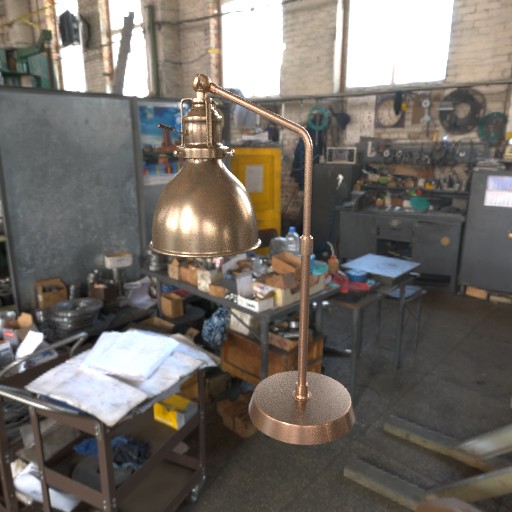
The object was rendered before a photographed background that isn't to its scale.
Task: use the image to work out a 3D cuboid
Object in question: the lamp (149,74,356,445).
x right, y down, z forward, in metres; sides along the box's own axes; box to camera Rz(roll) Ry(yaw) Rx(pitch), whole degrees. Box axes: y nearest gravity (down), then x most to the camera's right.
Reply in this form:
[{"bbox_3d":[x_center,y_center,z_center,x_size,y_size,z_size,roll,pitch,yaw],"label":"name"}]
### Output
[{"bbox_3d":[0.000,0.000,0.592,0.286,0.456,0.153,2,15,8],"label":"lamp"}]
